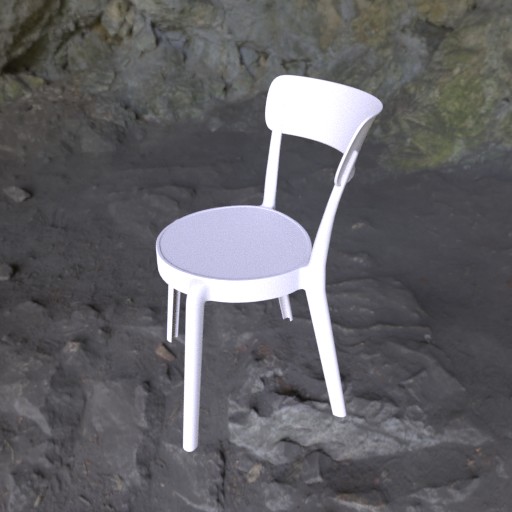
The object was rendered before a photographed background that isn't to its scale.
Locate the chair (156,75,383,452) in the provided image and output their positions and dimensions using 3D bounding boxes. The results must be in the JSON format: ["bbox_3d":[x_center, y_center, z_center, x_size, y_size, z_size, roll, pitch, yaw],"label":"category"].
[{"bbox_3d":[0.000,0.000,1.131,0.491,0.790,0.506,-8,31,-13],"label":"chair"}]
